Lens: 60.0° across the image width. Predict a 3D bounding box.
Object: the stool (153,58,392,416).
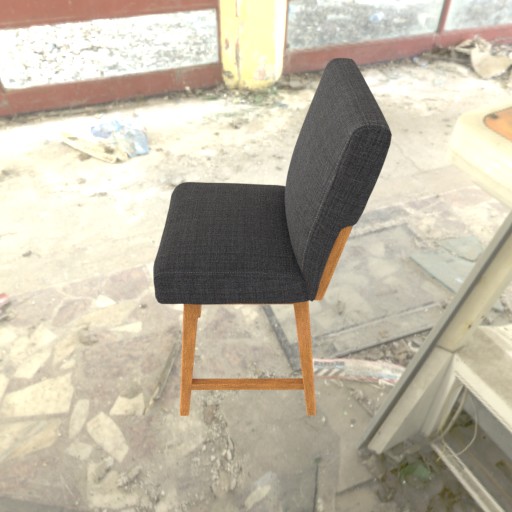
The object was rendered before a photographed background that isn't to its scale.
[{"bbox_3d":[0.000,0.000,1.316,0.526,1.010,0.459,0,41,0],"label":"stool"}]
